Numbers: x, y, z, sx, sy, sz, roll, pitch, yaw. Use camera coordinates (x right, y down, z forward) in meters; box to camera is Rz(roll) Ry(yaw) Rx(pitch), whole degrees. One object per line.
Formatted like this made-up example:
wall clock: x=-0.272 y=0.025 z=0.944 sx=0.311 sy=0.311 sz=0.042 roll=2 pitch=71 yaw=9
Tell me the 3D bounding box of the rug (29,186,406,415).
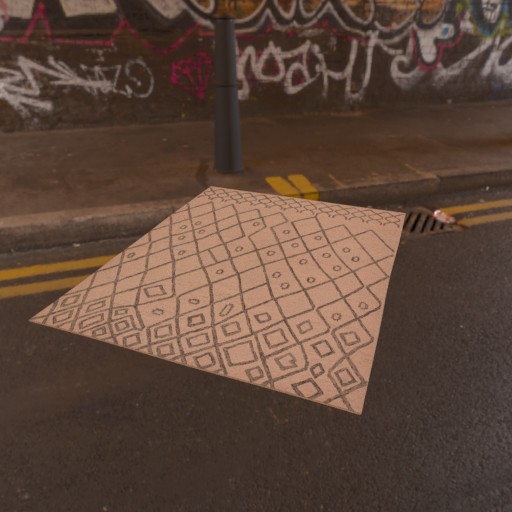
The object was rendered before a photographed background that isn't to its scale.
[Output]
rug: x=0.000 y=0.000 z=4.142 sx=2.446 sy=0.015 sz=3.046 roll=11 pitch=31 yaw=18
